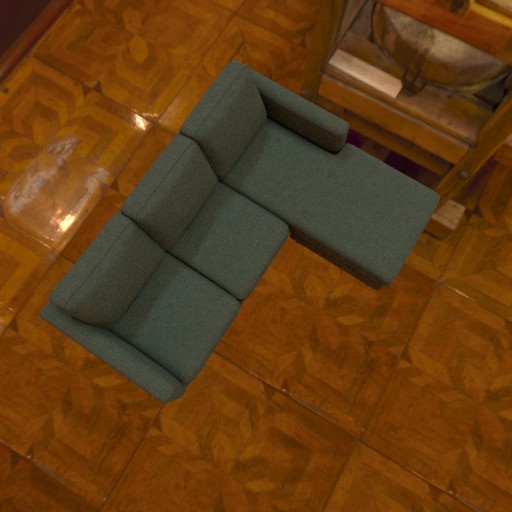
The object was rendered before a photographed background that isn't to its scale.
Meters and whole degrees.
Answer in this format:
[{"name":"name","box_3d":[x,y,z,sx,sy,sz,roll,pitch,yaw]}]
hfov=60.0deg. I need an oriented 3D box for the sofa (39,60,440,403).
[{"name":"sofa","box_3d":[0.000,0.000,2.859,1.667,0.957,2.055,32,78,8]}]
